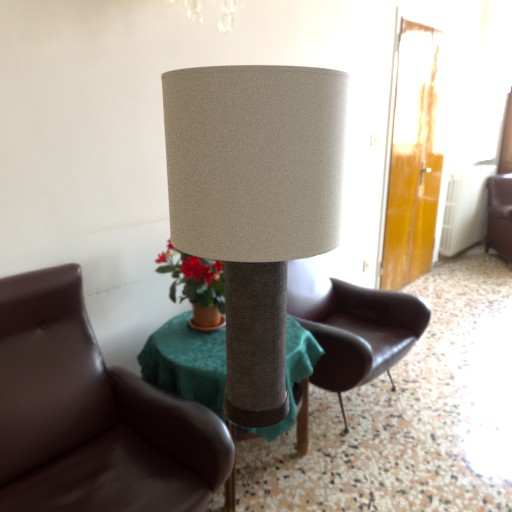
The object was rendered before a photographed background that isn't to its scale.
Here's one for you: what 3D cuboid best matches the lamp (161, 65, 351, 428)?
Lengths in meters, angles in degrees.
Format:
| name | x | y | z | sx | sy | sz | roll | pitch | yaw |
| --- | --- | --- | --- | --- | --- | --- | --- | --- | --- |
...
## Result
| name | x | y | z | sx | sy | sz | roll | pitch | yaw |
| --- | --- | --- | --- | --- | --- | --- | --- | --- | --- |
| lamp | 0.000 | 0.000 | 0.801 | 0.301 | 0.630 | 0.301 | 2 | 17 | 7 |
